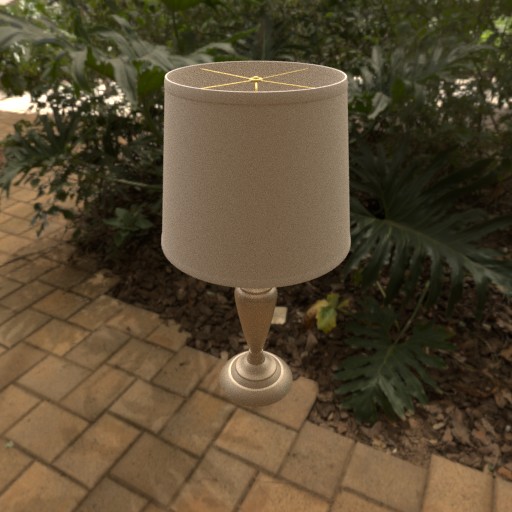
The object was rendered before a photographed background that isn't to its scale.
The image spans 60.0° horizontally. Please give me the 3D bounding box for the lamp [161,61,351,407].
[{"bbox_3d":[0.000,0.000,0.804,0.328,0.619,0.328,0,31,0],"label":"lamp"}]
